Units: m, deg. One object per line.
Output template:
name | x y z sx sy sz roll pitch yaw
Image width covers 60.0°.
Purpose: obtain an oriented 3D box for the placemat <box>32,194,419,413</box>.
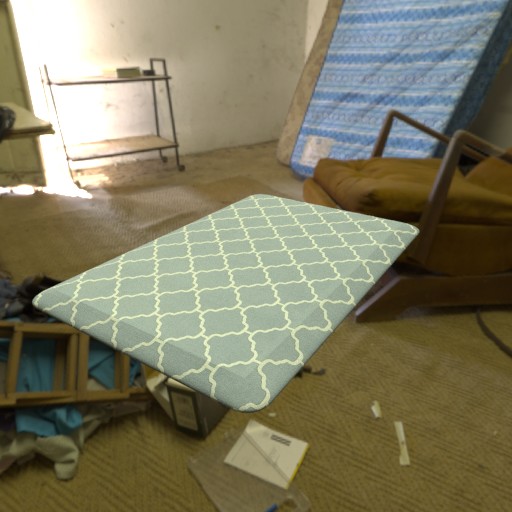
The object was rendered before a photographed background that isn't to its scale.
placemat | 0.000 0.000 0.960 0.508 0.021 0.762 16 30 30
